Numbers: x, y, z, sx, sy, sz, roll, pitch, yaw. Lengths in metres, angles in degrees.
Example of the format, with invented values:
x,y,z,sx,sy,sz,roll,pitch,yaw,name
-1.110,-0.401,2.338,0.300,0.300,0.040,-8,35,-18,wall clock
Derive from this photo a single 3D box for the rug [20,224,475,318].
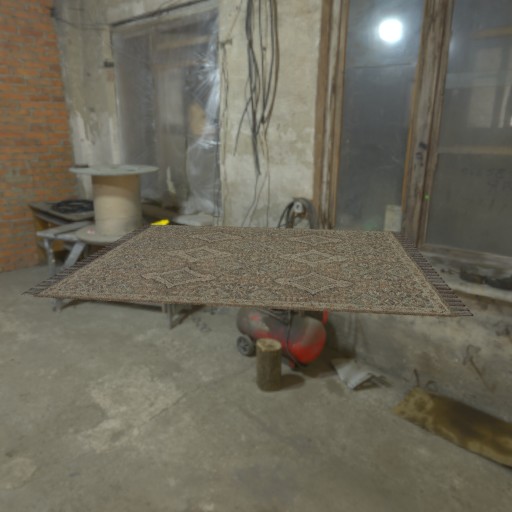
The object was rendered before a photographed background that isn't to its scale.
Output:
x,y,z,sx,sy,sz,roll,pitch,yaw,name
0.000,0.000,4.095,3.056,0.010,2.437,2,16,7,rug
